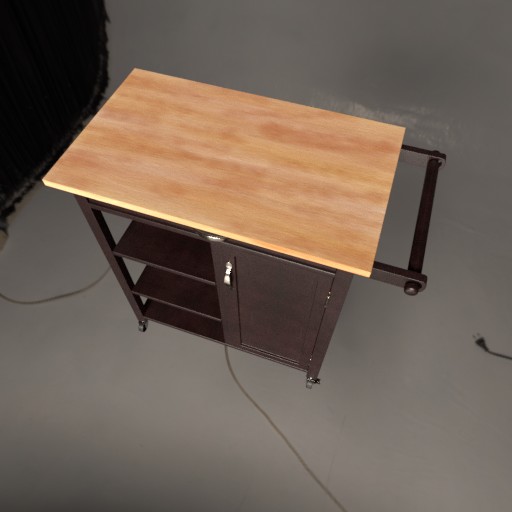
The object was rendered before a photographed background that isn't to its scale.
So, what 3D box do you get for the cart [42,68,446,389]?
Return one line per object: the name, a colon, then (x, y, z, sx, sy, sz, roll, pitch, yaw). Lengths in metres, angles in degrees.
cart: (0.000, 0.000, 1.460, 0.914, 0.878, 0.472, 16, 58, 10)
